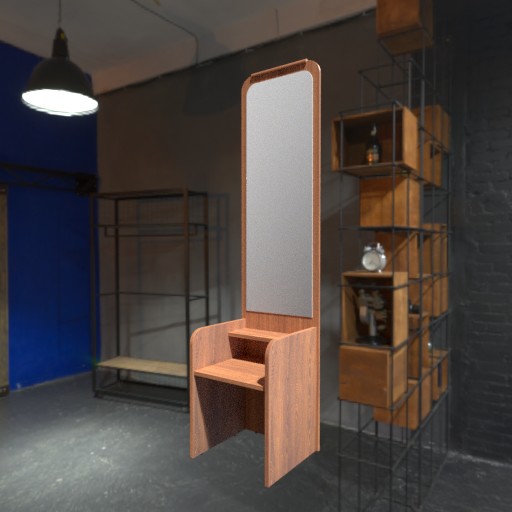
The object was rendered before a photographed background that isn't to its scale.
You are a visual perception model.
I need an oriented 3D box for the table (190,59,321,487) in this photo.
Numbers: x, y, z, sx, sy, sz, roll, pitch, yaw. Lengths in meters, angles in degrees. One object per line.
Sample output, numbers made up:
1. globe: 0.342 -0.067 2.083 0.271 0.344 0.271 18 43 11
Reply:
1. table: 0.000 0.000 2.025 0.450 1.830 0.420 1 2 36
